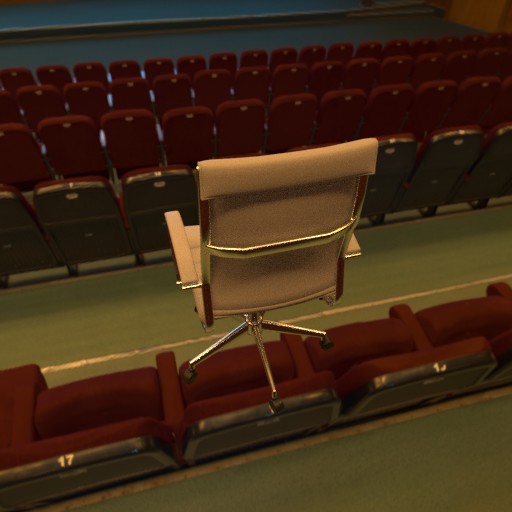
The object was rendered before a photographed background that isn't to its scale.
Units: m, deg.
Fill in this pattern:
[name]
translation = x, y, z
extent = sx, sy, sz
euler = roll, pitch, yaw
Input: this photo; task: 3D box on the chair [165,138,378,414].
[chair]
translation = 0.000, 0.000, 1.606
extent = 0.679, 1.149, 0.667
euler = -10, 42, -12
